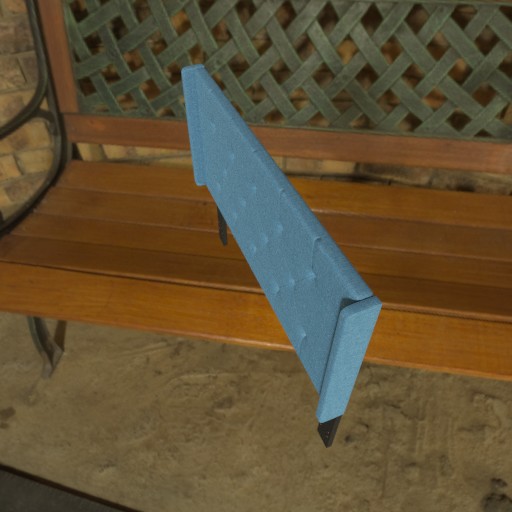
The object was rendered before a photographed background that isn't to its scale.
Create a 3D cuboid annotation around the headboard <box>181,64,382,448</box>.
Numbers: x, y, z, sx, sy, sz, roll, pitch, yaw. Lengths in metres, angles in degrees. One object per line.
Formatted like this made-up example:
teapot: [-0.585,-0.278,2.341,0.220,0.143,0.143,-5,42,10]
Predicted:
headboard: [0.000,0.000,2.727,0.184,1.524,2.051,-17,50,-15]
